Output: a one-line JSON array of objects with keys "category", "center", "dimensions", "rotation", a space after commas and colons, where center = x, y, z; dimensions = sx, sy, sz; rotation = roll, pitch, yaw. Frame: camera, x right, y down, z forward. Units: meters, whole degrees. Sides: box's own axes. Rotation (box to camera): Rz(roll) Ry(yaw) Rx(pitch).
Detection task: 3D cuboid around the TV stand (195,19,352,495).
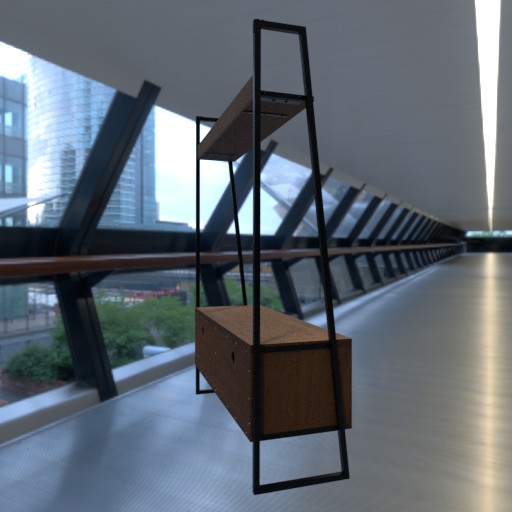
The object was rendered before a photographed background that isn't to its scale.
[{"category": "TV stand", "center": [0.000, 0.000, 2.301], "dimensions": [0.432, 1.772, 1.250], "rotation": [0, 0, -18]}]
